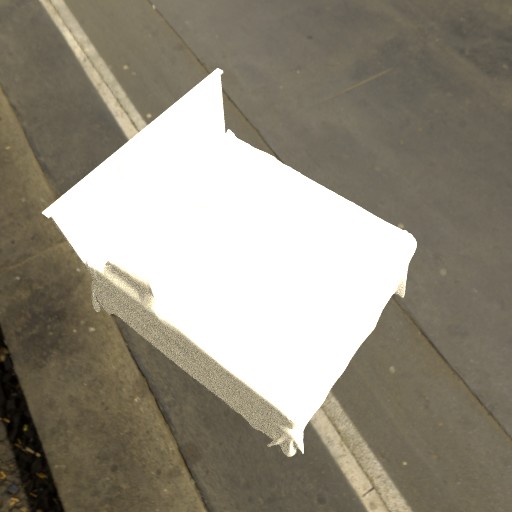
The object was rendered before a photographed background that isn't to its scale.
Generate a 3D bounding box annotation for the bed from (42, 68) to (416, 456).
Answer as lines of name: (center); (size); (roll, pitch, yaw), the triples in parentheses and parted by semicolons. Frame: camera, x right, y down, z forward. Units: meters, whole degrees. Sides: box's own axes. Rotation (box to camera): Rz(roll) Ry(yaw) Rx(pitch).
bed: (0.000, 0.000, 3.227); (2.047, 1.269, 1.876); (33, 65, 17)
